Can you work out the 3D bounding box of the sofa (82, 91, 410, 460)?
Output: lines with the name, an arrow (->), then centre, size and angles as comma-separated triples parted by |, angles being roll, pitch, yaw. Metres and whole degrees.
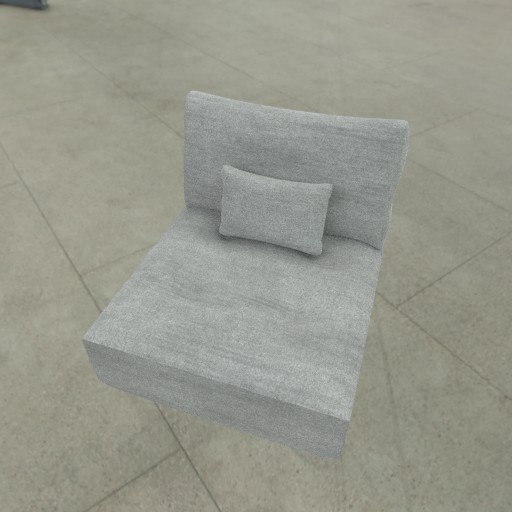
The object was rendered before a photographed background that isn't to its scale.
sofa -> 0.000, 0.000, 1.693 | 0.930, 0.820, 1.000 | 13, 44, 14
